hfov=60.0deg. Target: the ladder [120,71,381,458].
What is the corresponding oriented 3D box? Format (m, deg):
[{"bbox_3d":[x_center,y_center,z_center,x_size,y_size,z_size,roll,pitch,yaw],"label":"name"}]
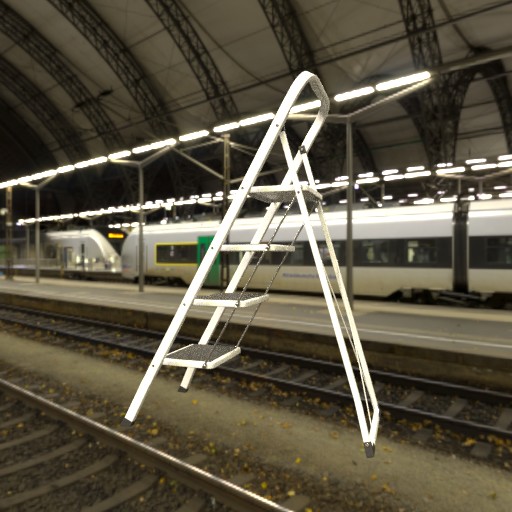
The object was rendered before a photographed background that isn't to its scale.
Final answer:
[{"bbox_3d":[0.000,0.000,1.719,0.914,1.265,0.460,0,0,19],"label":"ladder"}]
